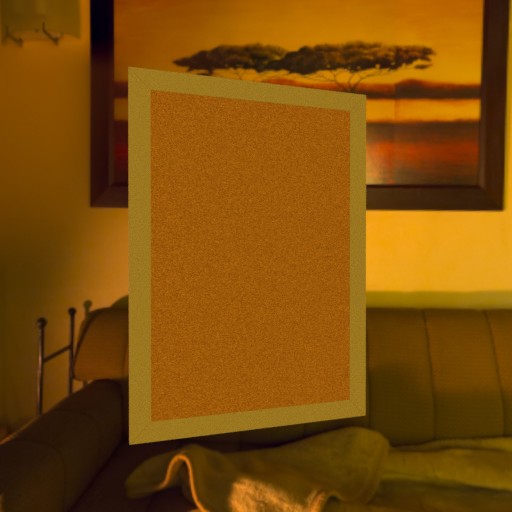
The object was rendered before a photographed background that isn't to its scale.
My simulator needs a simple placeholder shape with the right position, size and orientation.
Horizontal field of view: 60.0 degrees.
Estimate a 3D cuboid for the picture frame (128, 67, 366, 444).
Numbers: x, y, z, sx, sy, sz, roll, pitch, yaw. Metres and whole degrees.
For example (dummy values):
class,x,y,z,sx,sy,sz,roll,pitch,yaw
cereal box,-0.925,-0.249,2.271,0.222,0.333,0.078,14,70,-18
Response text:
class,x,y,z,sx,sy,sz,roll,pitch,yaw
picture frame,0.000,0.000,0.591,0.326,0.459,0.011,0,0,-17
